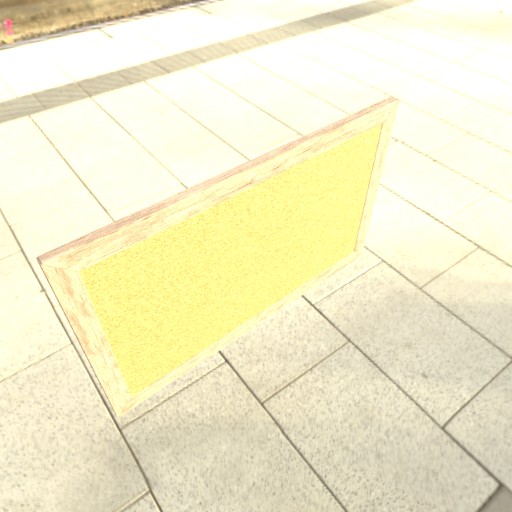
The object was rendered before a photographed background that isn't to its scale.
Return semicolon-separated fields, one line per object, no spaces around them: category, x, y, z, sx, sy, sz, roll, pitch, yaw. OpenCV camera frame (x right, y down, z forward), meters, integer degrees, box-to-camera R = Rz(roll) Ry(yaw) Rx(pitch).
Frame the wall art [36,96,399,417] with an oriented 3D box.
wall art;0.000;0.000;0.959;0.780;0.480;0.021;-30;53;-26
